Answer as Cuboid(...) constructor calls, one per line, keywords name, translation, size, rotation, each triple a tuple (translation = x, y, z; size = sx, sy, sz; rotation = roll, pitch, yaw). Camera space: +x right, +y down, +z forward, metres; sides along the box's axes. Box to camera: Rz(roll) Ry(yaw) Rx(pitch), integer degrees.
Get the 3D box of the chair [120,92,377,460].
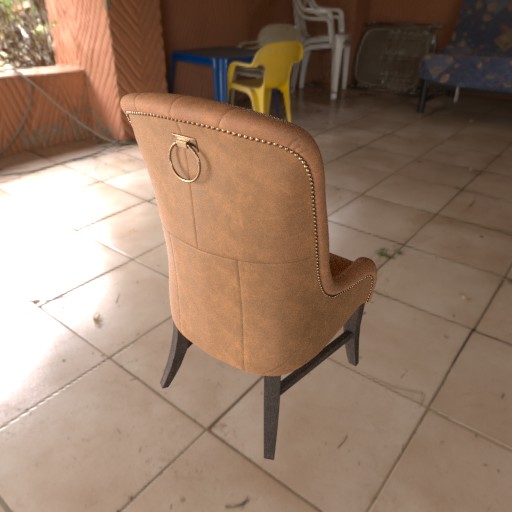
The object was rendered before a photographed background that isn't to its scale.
Cuboid(name="chair", translation=(0.000, 0.000, 1.465), size=(0.634, 1.091, 0.629), rotation=(21, 37, 32))
